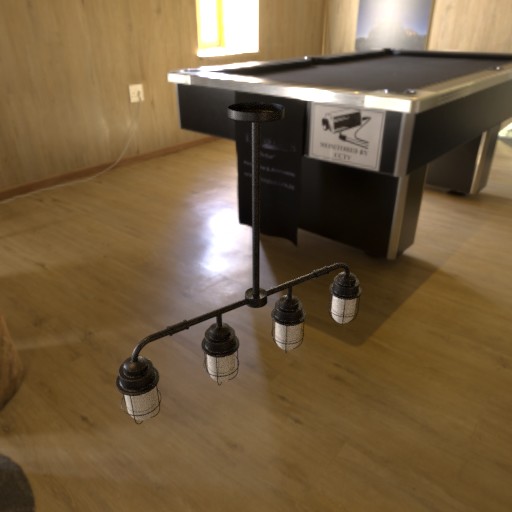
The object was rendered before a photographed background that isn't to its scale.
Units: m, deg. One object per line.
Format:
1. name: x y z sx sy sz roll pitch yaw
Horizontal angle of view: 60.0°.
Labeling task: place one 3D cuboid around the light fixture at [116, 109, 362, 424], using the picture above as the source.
1. light fixture: 0.000 0.000 1.213 0.852 0.785 0.131 -18 34 -30
